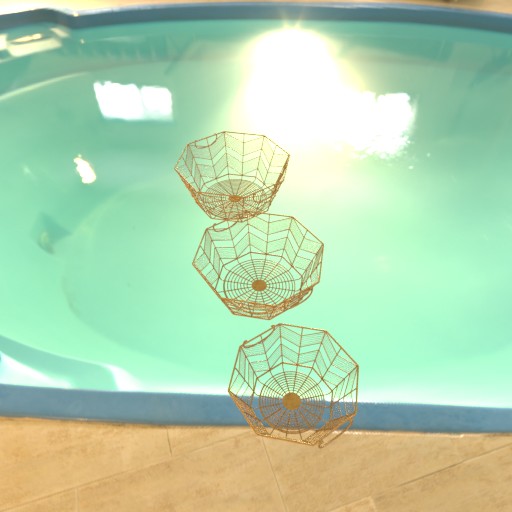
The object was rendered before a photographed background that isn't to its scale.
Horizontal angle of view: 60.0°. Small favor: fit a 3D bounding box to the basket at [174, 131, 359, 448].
[{"bbox_3d":[0.000,0.000,1.414,0.432,0.178,1.245,-9,47,-8],"label":"basket"}]
